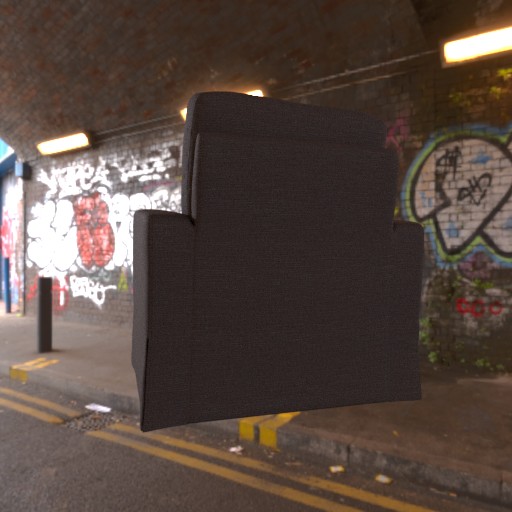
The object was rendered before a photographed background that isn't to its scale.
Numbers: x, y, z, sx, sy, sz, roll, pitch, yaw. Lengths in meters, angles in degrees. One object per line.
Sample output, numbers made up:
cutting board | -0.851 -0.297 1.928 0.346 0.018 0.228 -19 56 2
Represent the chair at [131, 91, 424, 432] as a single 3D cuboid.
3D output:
chair | 0.000 0.000 1.512 0.798 0.855 0.863 0 -1 -17
